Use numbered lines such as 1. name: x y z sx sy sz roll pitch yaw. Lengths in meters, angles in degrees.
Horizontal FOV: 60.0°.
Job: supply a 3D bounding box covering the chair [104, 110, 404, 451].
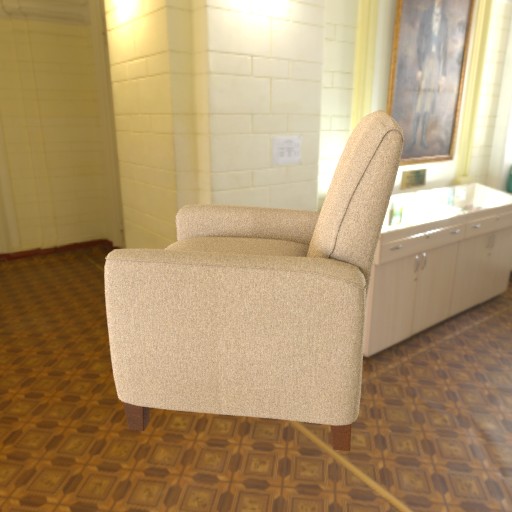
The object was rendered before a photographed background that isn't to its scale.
1. chair: 0.000 0.000 1.623 0.864 1.014 0.848 2 17 8
